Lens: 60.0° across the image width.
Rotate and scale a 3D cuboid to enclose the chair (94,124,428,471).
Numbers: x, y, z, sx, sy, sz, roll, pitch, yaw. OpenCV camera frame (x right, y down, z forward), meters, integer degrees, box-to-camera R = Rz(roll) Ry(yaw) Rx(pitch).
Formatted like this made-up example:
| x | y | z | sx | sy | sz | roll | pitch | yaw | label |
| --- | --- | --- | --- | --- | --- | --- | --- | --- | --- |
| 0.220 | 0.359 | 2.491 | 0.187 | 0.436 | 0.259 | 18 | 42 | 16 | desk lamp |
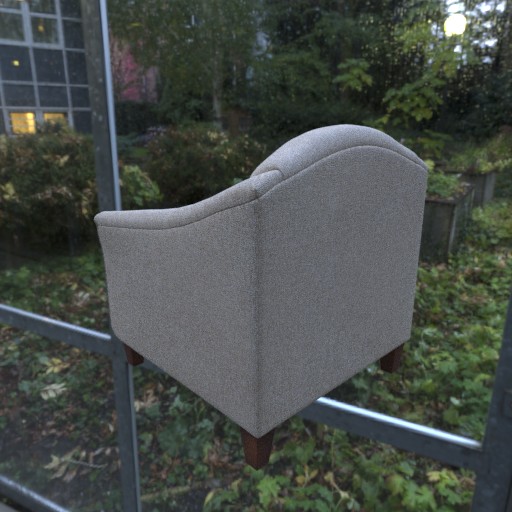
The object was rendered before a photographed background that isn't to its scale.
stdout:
| x | y | z | sx | sy | sz | roll | pitch | yaw | label |
| --- | --- | --- | --- | --- | --- | --- | --- | --- | --- |
| 0.000 | 0.000 | 1.476 | 0.763 | 0.839 | 0.787 | -15 | 22 | -42 | chair |
